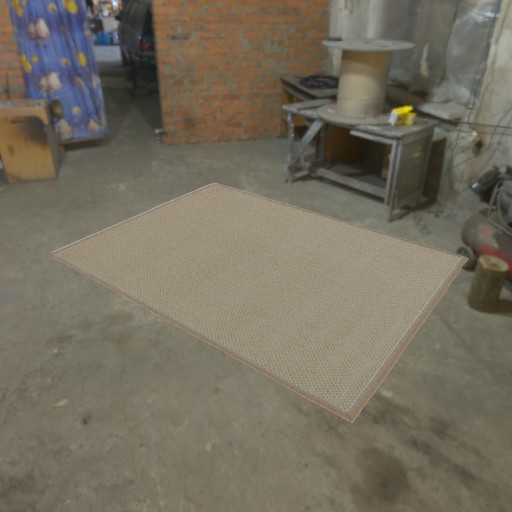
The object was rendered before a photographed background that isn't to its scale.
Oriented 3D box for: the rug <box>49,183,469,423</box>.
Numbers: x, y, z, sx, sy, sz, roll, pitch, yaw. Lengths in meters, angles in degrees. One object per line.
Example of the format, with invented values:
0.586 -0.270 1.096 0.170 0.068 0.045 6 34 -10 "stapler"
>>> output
0.000 0.000 2.707 2.081 0.020 1.525 21 36 32 "rug"
